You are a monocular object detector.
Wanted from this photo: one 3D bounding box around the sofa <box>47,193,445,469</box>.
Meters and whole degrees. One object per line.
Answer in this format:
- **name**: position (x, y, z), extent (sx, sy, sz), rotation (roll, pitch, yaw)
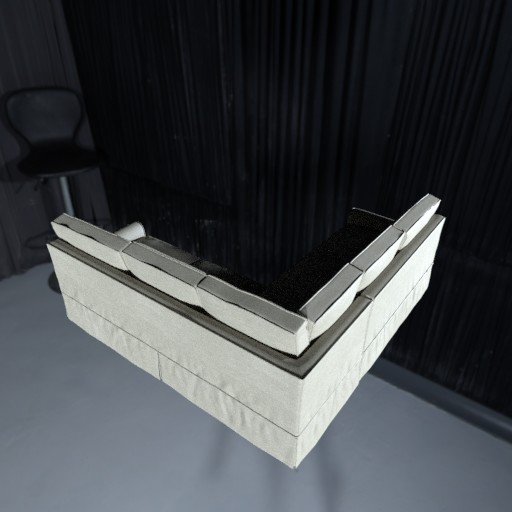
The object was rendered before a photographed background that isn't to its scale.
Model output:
- **sofa**: position (0.000, 0.000, 4.181), extent (2.623, 1.081, 2.618), rotation (22, 38, 31)
